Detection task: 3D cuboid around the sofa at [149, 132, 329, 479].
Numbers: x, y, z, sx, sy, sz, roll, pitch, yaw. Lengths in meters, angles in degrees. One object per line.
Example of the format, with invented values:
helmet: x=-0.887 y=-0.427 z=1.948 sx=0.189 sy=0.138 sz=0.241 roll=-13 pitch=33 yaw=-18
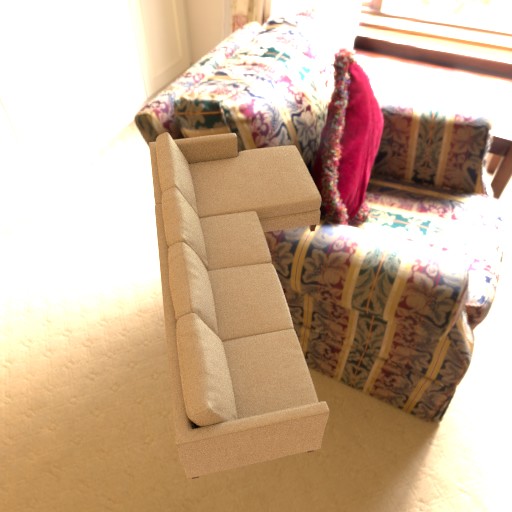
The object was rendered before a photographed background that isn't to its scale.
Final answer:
sofa: x=0.000 y=0.000 z=3.872 sx=1.625 sy=0.846 sz=3.186 roll=-9 pitch=48 yaw=-8
